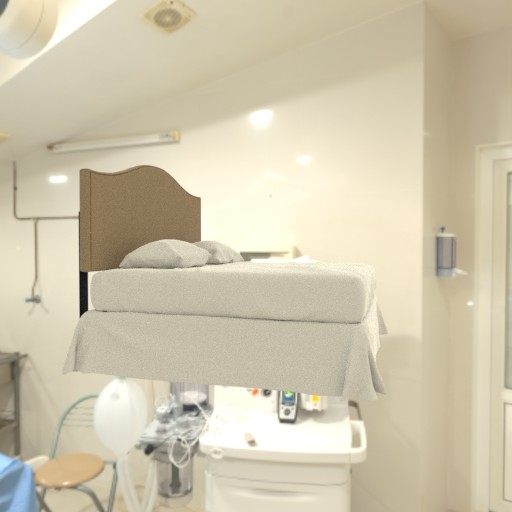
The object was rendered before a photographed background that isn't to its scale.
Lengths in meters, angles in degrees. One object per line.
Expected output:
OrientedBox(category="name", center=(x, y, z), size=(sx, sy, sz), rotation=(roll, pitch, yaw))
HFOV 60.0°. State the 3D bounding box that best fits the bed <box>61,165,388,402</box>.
OrientedBox(category="bed", center=(0.000, 0.000, 3.880), size=(2.222, 1.651, 2.311), rotation=(0, 1, 17))
